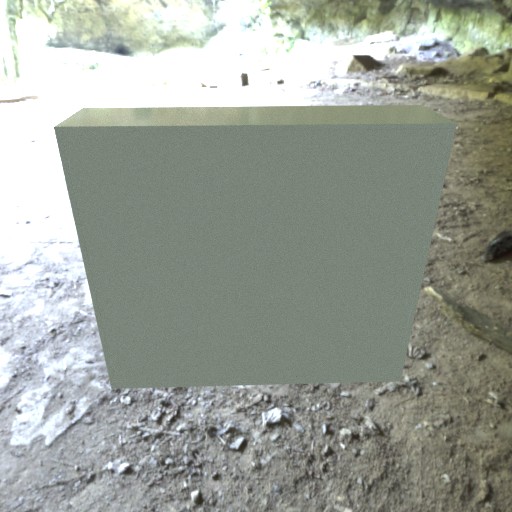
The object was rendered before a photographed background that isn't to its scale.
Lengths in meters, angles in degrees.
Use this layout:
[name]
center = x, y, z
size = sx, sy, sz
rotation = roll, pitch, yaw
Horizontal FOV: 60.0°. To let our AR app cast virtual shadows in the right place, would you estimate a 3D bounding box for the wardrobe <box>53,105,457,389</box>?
[wardrobe]
center = 0.000, 0.000, 1.922
size = 1.340, 1.200, 0.360
rotation = -1, 29, -2
